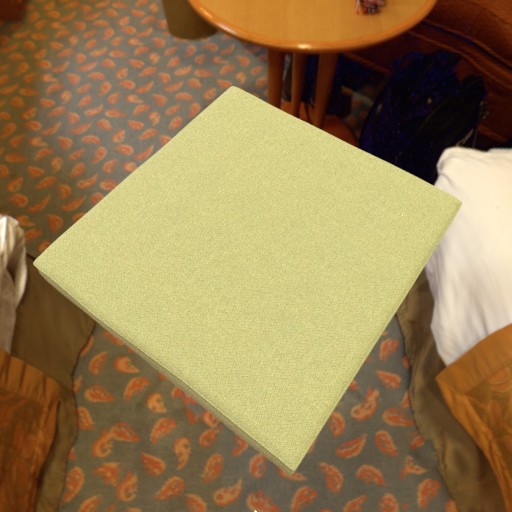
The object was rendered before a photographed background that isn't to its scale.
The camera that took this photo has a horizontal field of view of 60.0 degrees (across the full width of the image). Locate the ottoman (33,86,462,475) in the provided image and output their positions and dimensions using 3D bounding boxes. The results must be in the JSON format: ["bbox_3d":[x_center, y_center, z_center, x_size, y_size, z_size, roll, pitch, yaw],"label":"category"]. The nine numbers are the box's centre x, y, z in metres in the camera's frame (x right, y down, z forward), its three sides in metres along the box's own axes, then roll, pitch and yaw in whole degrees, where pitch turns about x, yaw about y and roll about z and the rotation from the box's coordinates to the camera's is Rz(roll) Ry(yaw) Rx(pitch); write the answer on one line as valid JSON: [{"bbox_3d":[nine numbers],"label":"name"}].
[{"bbox_3d":[0.000,0.000,1.529,0.968,0.379,1.004,33,65,17],"label":"ottoman"}]
